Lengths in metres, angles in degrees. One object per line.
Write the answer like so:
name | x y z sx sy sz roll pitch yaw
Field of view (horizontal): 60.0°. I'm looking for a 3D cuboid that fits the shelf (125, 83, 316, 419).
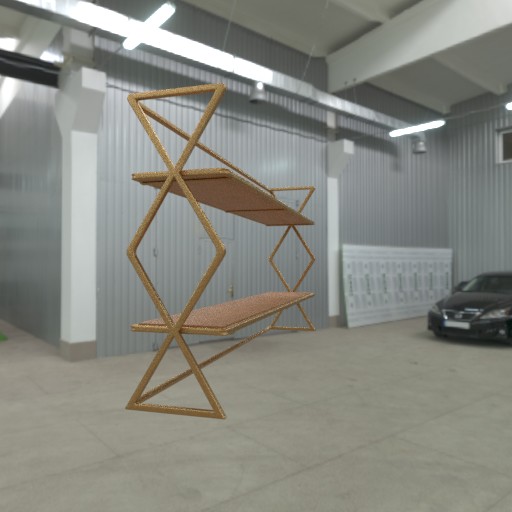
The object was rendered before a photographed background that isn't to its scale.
shelf | 0.000 0.000 1.005 0.150 0.450 0.822 0 -1 16
